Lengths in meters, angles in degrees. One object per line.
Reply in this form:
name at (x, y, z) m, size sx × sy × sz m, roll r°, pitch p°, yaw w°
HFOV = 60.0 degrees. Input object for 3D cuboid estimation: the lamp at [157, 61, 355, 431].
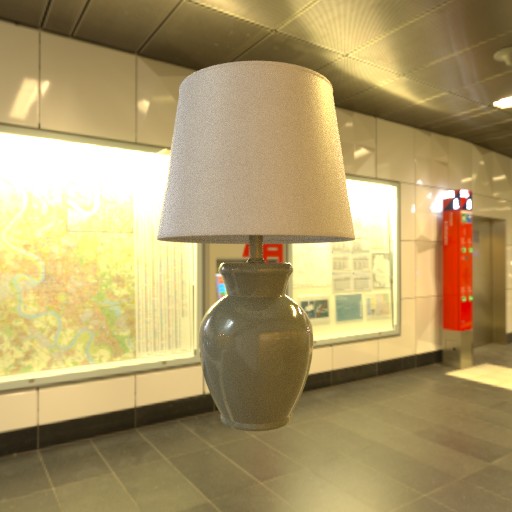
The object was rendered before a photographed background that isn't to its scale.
lamp at (0.000, 0.000, 0.547) m, size 0.239 × 0.399 × 0.239 m, roll 0°, pitch -1°, yaw 0°
